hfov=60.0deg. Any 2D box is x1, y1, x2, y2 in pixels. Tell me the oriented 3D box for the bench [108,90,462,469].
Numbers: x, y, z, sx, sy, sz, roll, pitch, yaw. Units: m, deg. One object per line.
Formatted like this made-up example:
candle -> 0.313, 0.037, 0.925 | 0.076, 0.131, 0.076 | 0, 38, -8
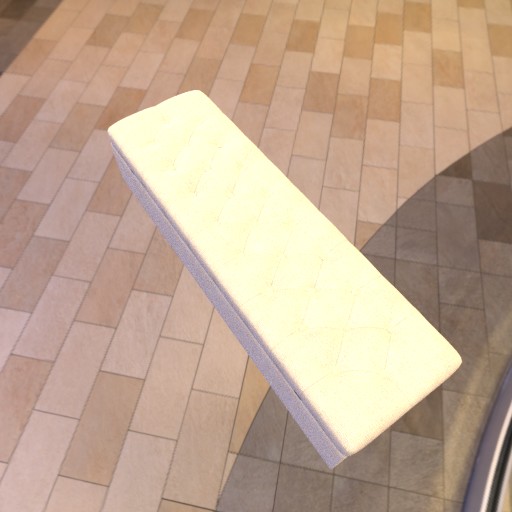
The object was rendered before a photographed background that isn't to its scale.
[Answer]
bench -> 0.000, 0.000, 1.686 | 0.455, 0.467, 1.480 | -30, 62, -18
